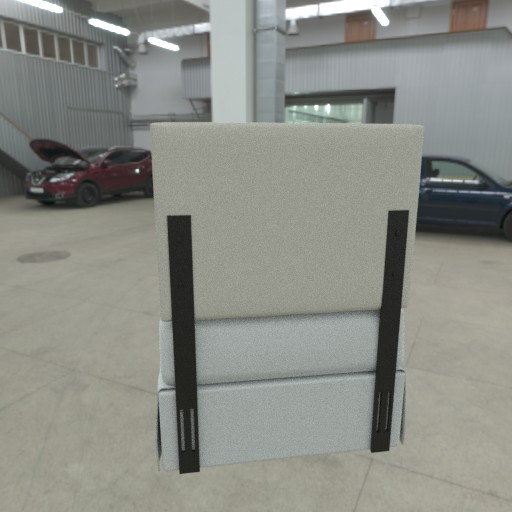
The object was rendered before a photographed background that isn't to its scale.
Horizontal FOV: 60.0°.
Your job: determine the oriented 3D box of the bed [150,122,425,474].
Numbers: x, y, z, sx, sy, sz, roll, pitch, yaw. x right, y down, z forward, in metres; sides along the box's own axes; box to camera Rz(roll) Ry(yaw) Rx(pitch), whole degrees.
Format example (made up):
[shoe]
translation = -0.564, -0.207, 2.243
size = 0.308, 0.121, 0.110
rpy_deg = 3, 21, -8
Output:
[bed]
translation = 0.000, 0.000, 2.895
size = 1.261, 1.571, 1.997
rpy_deg = -2, 14, -9
